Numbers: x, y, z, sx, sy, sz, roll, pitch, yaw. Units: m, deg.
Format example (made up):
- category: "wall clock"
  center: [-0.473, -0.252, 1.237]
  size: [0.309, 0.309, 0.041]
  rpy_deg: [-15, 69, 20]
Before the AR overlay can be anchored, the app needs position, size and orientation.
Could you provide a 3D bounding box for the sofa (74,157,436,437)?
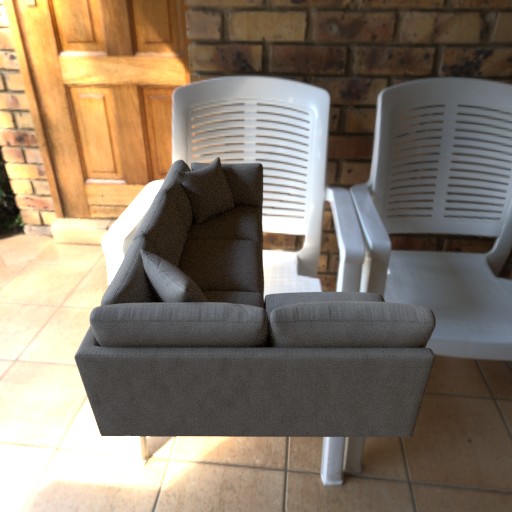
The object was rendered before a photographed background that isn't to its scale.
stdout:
- category: "sofa"
  center: [0.000, 0.000, 3.758]
  size: [1.994, 0.978, 2.896]
  rpy_deg: [0, 30, 0]
